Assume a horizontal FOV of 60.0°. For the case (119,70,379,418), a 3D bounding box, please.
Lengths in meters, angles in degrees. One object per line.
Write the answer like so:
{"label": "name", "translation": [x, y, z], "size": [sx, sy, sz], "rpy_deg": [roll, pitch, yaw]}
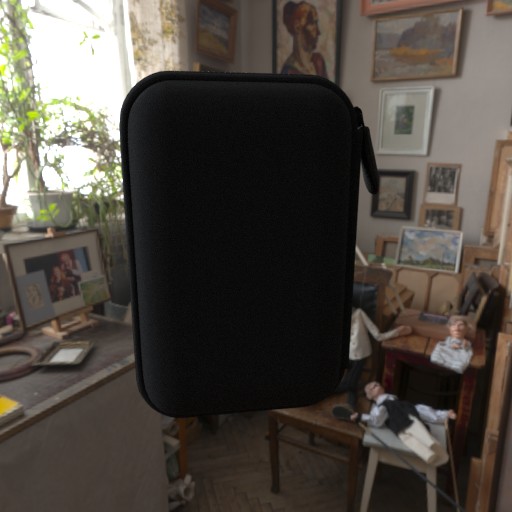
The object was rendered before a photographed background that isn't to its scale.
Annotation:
{"label": "case", "translation": [0.000, 0.000, 0.191], "size": [0.107, 0.147, 0.030], "rpy_deg": [-2, 13, -9]}
